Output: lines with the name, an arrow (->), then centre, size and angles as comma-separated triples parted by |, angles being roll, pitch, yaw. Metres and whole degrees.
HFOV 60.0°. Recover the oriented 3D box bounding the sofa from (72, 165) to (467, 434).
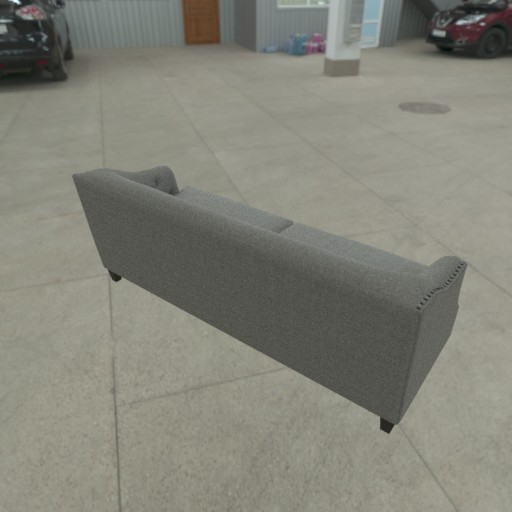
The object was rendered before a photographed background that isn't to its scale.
sofa -> 0.000, 0.000, 2.718 | 2.235, 0.901, 0.914 | 22, 38, 31
